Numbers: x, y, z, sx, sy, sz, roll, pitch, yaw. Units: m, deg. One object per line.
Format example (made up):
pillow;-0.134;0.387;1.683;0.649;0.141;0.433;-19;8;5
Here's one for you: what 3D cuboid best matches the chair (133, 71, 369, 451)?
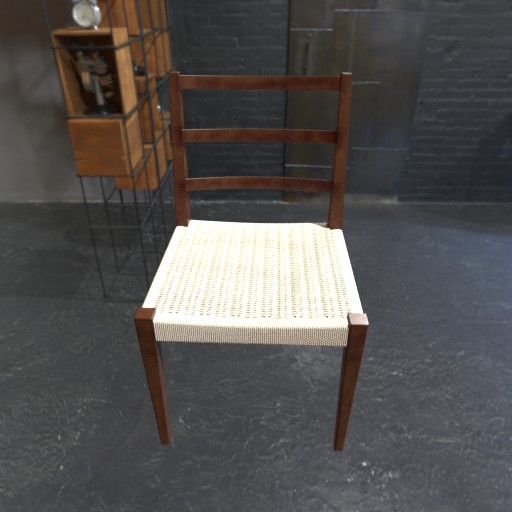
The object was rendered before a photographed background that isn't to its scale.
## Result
chair;0.000;0.000;1.137;0.480;0.813;0.551;1;31;2
